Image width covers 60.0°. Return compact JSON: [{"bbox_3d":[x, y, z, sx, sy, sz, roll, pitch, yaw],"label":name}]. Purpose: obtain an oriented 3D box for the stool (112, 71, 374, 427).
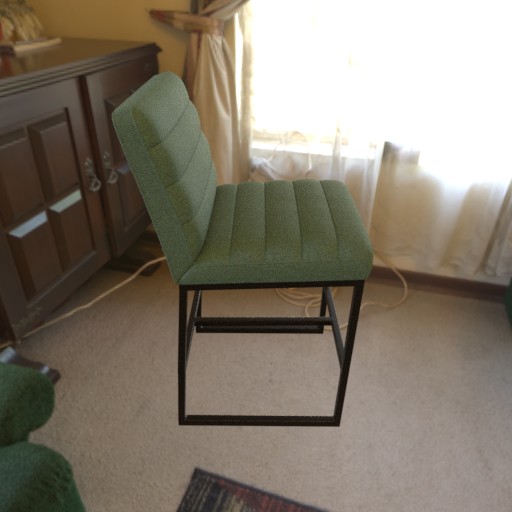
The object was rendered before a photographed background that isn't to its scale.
[{"bbox_3d":[0.000,0.000,1.280,0.560,0.940,0.460,0,32,0],"label":"stool"}]
